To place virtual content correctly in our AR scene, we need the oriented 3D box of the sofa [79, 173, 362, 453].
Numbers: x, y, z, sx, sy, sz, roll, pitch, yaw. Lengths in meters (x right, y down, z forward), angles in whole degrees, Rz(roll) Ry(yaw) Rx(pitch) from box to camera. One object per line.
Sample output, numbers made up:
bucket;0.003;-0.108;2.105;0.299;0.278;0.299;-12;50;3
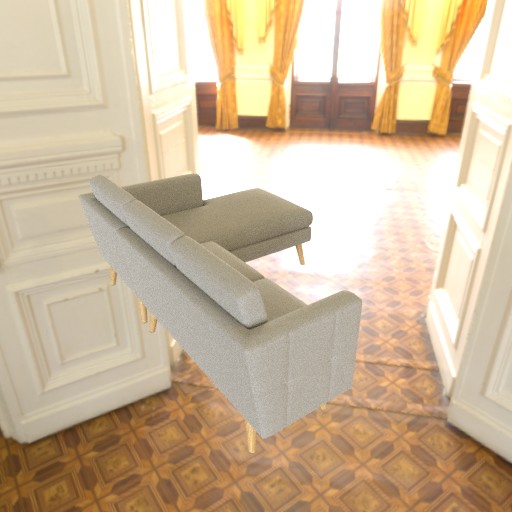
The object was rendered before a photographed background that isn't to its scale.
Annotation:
sofa;0.000;0.000;2.791;1.530;0.860;2.040;-18;32;-31
